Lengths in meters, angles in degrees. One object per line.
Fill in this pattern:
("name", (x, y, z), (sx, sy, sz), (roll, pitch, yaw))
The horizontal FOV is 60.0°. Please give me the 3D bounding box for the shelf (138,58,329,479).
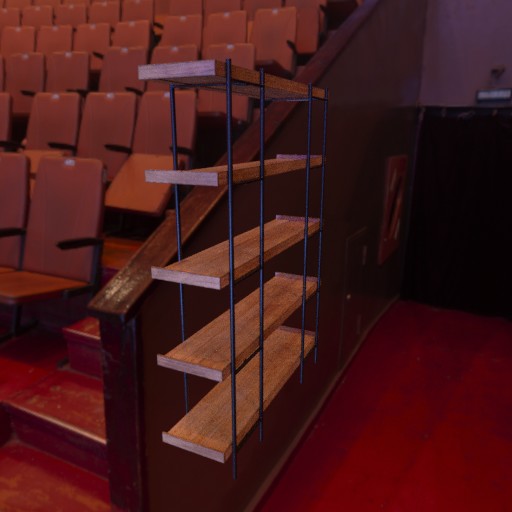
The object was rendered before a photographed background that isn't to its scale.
("shelf", (0.000, 0.000, 2.446), (0.379, 1.826, 1.371), (7, 17, 25))
